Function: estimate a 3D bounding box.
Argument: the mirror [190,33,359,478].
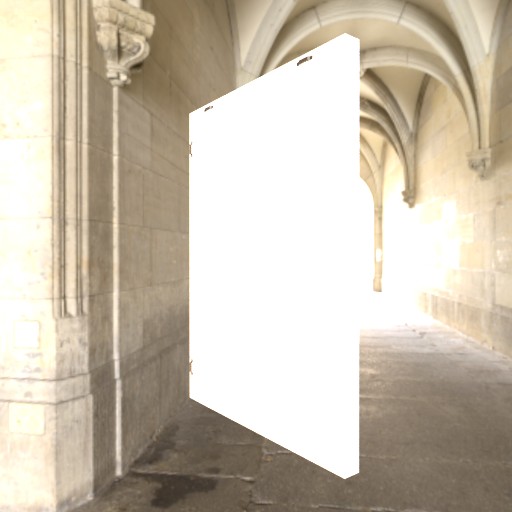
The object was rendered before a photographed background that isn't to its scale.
[{"bbox_3d":[0.000,0.000,0.917,0.040,0.710,0.507,0,0,-37],"label":"mirror"}]
